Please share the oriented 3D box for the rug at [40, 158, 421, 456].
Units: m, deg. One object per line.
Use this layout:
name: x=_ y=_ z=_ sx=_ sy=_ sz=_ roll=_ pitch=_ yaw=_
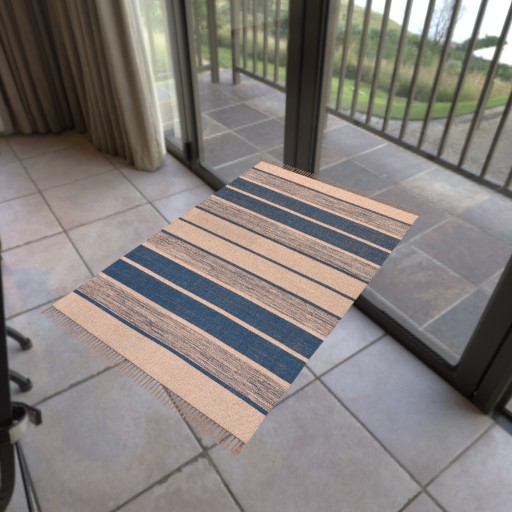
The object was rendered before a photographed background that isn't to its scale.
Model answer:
rug: x=0.000 y=0.000 z=3.148 sx=1.532 sy=0.010 sz=2.441 roll=25 pitch=47 yaw=26
